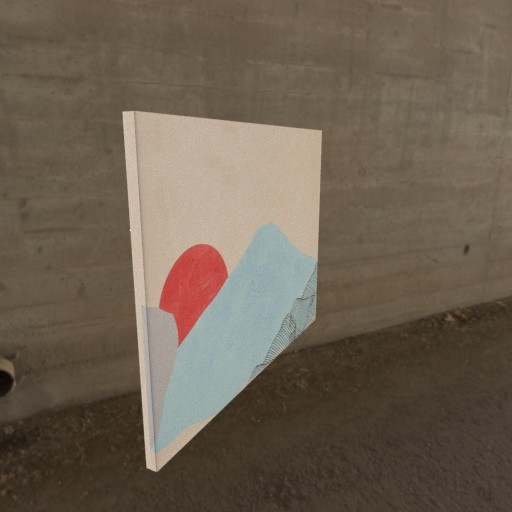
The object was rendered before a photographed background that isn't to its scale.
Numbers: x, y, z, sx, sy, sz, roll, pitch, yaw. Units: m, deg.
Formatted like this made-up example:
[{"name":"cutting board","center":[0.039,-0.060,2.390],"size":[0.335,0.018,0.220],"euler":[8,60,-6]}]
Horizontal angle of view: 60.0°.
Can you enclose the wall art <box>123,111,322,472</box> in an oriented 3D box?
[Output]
[{"name":"wall art","center":[0.000,0.000,1.600],"size":[0.042,0.912,1.219],"euler":[7,15,27]}]
